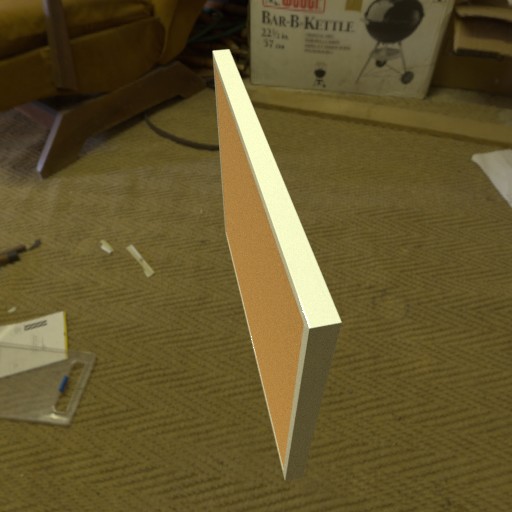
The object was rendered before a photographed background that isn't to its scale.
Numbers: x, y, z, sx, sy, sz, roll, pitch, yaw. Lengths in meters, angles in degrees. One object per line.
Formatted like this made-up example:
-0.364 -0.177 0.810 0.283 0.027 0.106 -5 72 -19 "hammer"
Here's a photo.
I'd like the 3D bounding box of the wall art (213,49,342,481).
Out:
0.000 0.000 1.325 0.053 0.787 1.041 -9 48 -8 "wall art"
